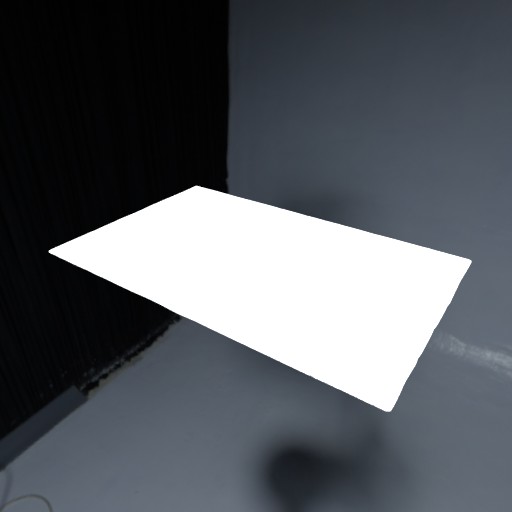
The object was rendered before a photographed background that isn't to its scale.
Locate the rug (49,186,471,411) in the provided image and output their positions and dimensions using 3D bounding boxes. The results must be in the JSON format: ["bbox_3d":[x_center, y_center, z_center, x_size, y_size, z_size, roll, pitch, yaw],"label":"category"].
[{"bbox_3d":[0.000,0.000,3.010,2.442,0.010,1.546,19,35,30],"label":"rug"}]
